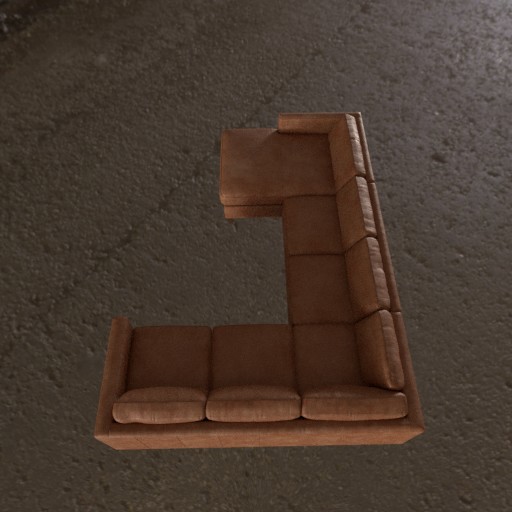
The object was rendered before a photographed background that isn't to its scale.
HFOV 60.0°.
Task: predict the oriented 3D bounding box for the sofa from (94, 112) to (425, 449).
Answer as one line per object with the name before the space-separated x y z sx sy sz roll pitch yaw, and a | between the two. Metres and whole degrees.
sofa | 0.000 0.000 4.355 2.430 0.832 3.401 -1 59 -1
